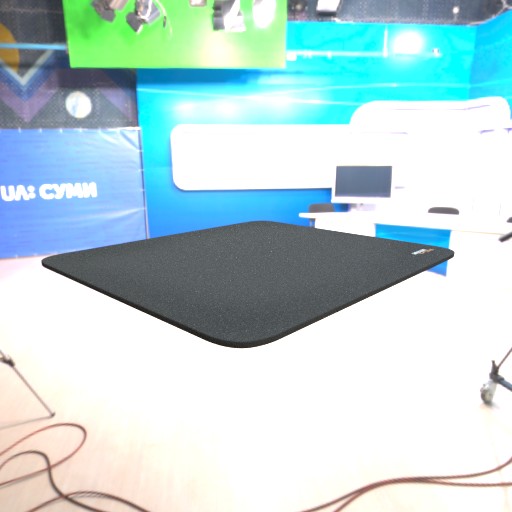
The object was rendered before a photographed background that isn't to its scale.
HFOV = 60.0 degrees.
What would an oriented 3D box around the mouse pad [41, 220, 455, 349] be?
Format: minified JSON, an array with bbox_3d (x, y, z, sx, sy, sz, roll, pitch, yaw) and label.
[{"bbox_3d":[0.000,0.000,0.314,0.203,0.003,0.229,13,19,42],"label":"mouse pad"}]
